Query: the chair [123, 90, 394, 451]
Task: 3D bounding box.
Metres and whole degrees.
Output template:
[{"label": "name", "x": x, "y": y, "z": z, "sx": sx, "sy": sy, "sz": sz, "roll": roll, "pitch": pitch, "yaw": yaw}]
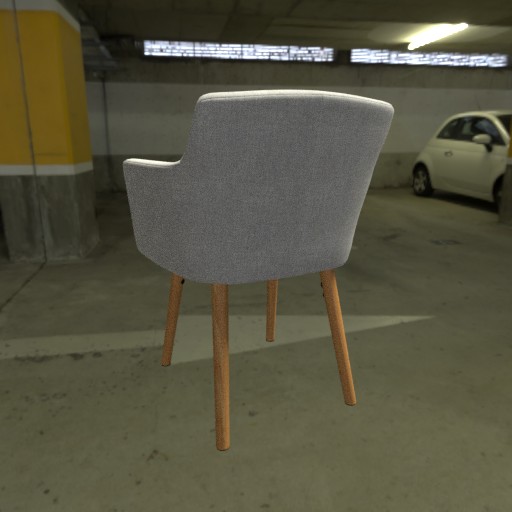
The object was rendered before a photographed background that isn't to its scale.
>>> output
[{"label": "chair", "x": 0.000, "y": 0.000, "z": 1.169, "sx": 0.570, "sy": 0.780, "sz": 0.540, "roll": -8, "pitch": 17, "yaw": -27}]
